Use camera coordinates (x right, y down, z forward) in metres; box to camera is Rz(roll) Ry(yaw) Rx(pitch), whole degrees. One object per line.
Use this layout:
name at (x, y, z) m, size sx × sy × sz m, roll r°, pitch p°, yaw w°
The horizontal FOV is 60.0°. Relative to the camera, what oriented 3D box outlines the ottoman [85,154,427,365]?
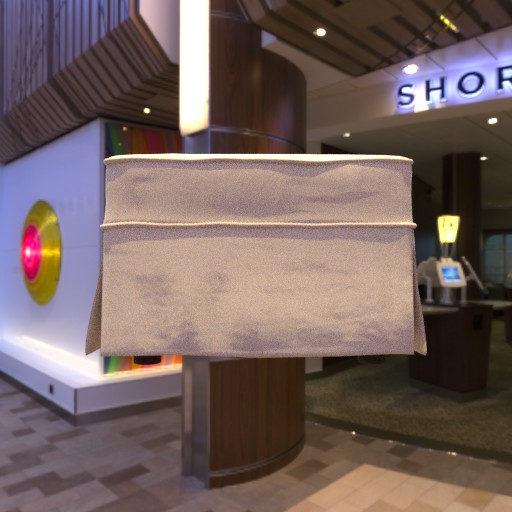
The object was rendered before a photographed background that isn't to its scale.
ottoman at (0.000, 0.000, 1.335) m, size 0.703 × 0.479 × 0.944 m, roll 0°, pitch 0°, yaw -1°
